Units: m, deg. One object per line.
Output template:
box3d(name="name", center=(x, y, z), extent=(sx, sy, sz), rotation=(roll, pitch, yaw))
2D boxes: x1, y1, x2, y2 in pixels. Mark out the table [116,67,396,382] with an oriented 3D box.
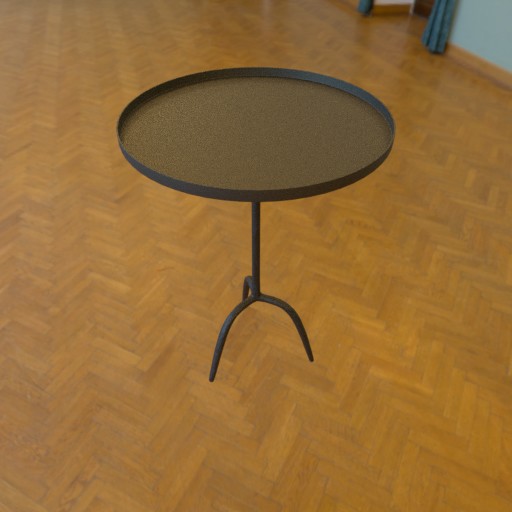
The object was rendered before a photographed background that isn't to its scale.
box3d(name="table", center=(0.000, 0.000, 1.050), extent=(0.502, 0.700, 0.502), rotation=(-13, 43, -14))
